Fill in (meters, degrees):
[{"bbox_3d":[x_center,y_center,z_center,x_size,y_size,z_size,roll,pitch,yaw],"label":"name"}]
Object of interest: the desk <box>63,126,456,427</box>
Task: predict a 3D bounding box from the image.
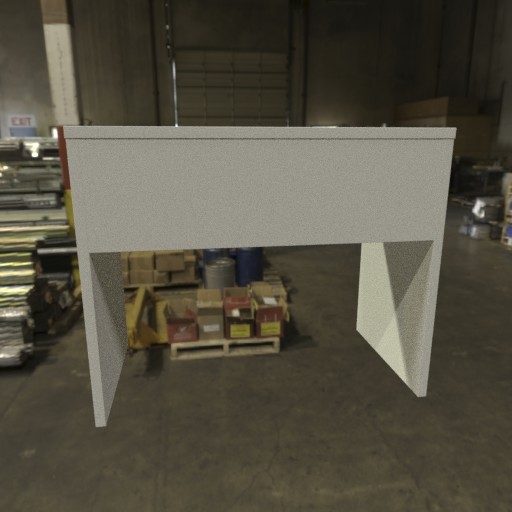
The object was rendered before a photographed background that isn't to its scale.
[{"bbox_3d":[0.000,0.000,1.330,0.900,0.729,0.498,-2,15,-9],"label":"desk"}]
